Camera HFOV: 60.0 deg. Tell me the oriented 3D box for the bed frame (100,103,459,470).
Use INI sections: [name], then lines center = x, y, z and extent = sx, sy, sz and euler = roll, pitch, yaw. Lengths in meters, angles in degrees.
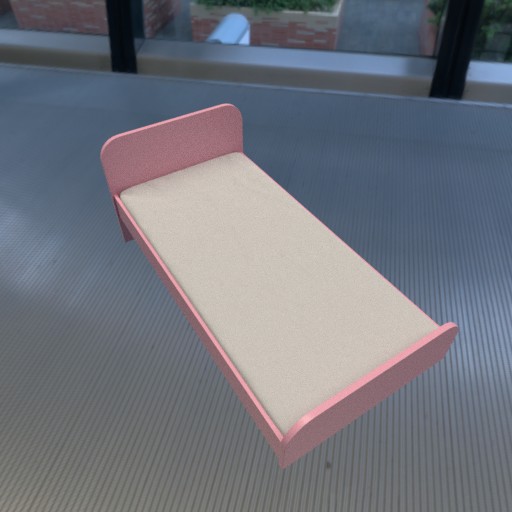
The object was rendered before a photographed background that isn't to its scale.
[bed frame]
center = 0.000, 0.000, 2.512
extent = 0.998, 0.805, 1.963
euler = -25, 50, -22
